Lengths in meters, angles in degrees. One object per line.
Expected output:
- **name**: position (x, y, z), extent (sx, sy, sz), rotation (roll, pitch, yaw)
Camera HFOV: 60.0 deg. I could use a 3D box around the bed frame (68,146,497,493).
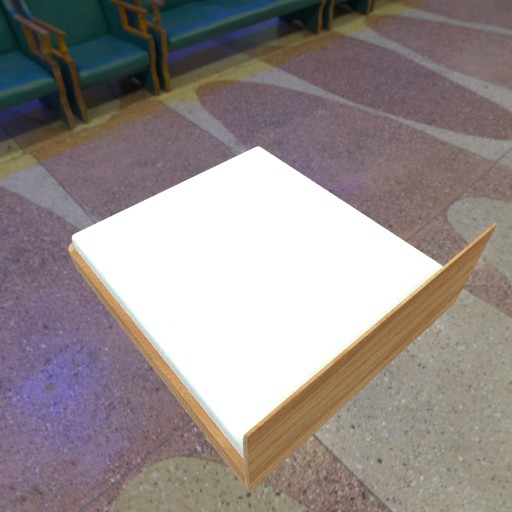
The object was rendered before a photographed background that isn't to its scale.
- **bed frame**: position (0.000, 0.000, 3.020), extent (1.872, 0.940, 2.092), rotation (-32, 54, -26)
